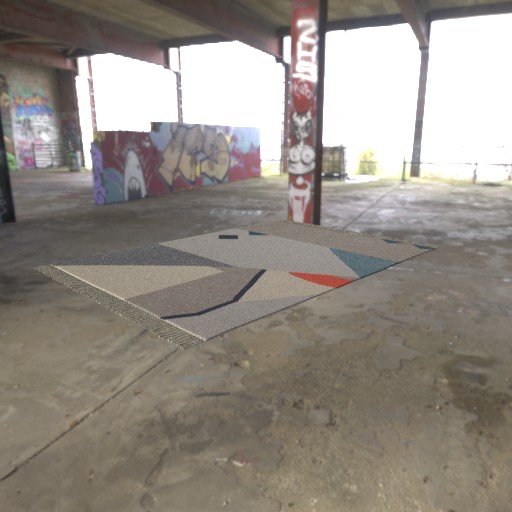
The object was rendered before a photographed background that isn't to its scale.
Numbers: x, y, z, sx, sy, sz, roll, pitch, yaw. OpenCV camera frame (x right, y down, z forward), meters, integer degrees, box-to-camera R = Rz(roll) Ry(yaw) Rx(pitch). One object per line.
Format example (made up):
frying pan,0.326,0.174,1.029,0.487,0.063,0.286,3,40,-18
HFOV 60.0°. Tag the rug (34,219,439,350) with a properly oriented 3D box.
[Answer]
rug,0.000,0.000,2.345,1.220,0.005,1.828,14,21,43
